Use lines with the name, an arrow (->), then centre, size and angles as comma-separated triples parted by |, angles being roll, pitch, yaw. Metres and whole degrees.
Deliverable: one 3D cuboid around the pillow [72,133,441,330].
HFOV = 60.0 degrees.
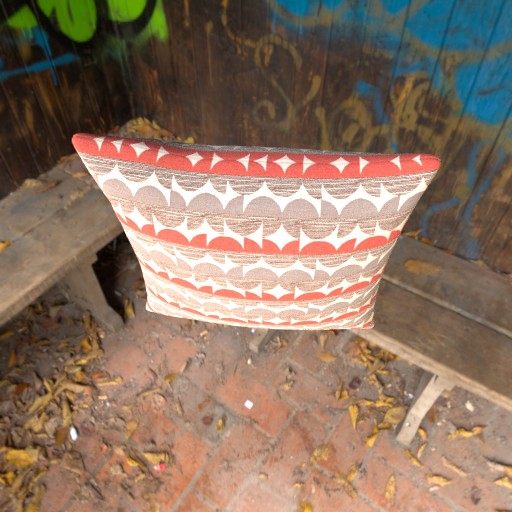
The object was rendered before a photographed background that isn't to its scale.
pillow -> 0.000, 0.000, 0.653 | 0.420, 0.410, 0.180 | 4, 47, 4
